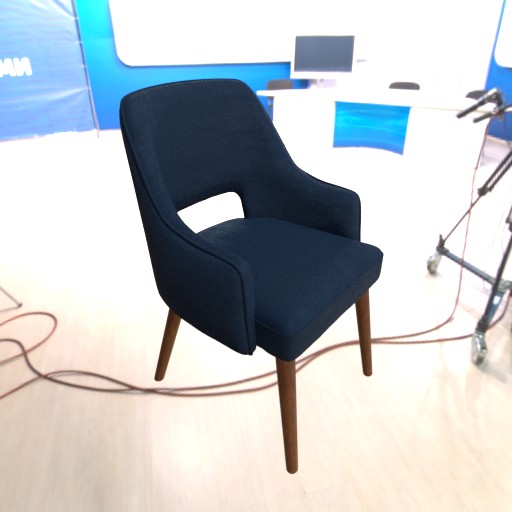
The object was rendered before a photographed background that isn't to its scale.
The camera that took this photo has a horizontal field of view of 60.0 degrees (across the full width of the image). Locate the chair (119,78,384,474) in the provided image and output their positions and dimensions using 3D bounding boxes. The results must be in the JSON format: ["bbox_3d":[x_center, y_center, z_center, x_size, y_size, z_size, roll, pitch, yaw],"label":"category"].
[{"bbox_3d":[0.000,0.000,1.203,0.591,0.844,0.559,21,35,33],"label":"chair"}]
